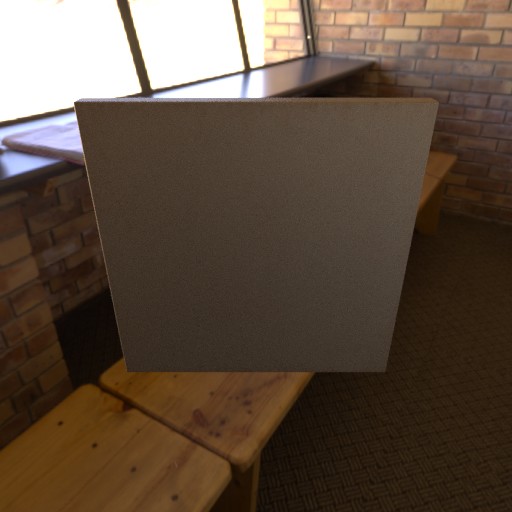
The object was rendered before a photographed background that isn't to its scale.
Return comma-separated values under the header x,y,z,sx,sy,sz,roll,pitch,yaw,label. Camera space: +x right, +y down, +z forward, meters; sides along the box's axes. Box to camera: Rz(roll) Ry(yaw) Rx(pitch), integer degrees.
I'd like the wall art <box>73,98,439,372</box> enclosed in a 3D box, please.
x,y,z,sx,sy,sz,roll,pitch,yaw,label
0.000,0.000,0.748,0.503,0.506,0.030,0,30,0,wall art
